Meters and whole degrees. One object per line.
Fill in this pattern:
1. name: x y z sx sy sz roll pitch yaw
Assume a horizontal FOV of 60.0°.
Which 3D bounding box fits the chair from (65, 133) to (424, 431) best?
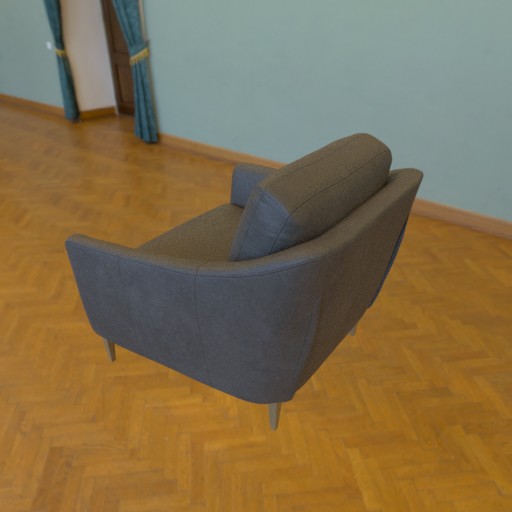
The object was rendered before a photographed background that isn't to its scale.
1. chair: 0.000 0.000 1.692 0.961 0.901 0.988 21 37 31
